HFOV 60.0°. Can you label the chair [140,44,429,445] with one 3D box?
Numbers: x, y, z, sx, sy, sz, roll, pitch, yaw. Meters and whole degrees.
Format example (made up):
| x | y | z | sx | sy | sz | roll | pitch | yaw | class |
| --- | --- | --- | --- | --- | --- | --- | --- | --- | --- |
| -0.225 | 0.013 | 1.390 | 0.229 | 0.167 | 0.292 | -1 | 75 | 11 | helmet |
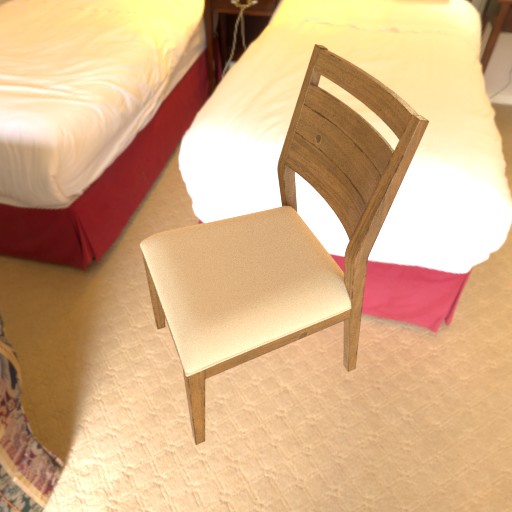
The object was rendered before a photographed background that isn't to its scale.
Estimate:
| x | y | z | sx | sy | sz | roll | pitch | yaw | class |
| --- | --- | --- | --- | --- | --- | --- | --- | --- | --- |
| 0.000 | 0.000 | 1.256 | 0.610 | 0.939 | 0.497 | -17 | 48 | -16 | chair |
